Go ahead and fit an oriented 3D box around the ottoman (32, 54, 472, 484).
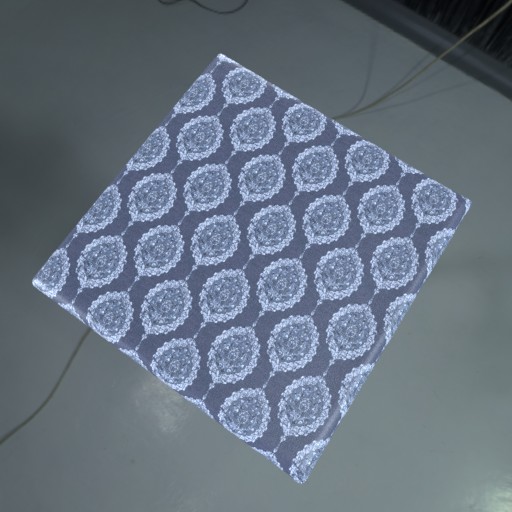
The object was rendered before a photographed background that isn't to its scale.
[{"bbox_3d":[0.000,0.000,1.373,0.889,0.409,0.890,34,78,8],"label":"ottoman"}]
